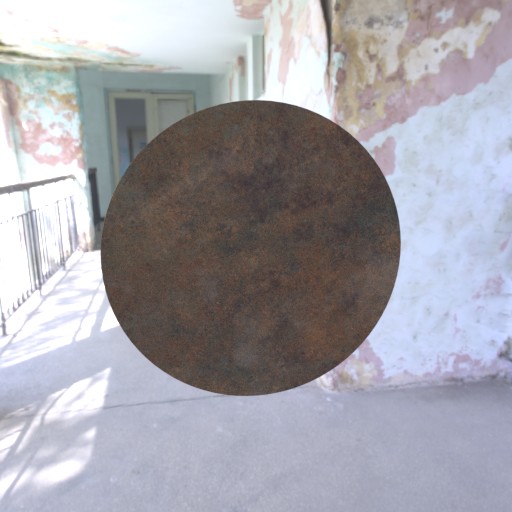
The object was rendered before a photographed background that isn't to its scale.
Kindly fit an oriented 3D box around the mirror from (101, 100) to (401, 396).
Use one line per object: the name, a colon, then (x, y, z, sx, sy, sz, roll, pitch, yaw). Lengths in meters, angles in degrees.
mirror: (0.000, 0.000, 0.886, 0.585, 0.585, 0.061, -2, 14, -9)
